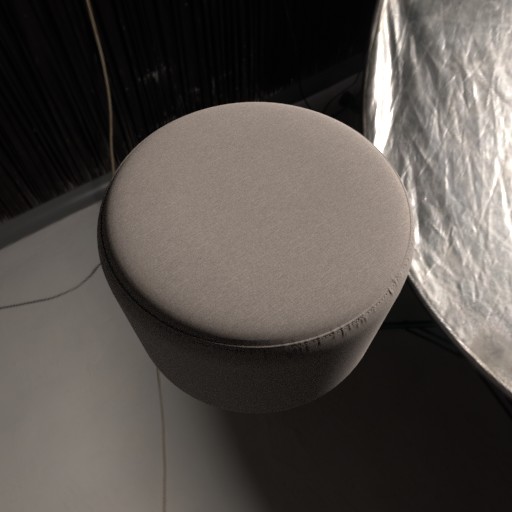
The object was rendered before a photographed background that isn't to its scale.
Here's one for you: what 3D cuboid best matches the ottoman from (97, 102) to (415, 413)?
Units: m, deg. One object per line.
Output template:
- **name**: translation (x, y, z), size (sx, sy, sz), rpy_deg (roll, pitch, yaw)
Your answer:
- **ottoman**: translation (0.000, 0.000, 0.990), size (0.608, 0.433, 0.608), rpy_deg (0, 57, 0)
